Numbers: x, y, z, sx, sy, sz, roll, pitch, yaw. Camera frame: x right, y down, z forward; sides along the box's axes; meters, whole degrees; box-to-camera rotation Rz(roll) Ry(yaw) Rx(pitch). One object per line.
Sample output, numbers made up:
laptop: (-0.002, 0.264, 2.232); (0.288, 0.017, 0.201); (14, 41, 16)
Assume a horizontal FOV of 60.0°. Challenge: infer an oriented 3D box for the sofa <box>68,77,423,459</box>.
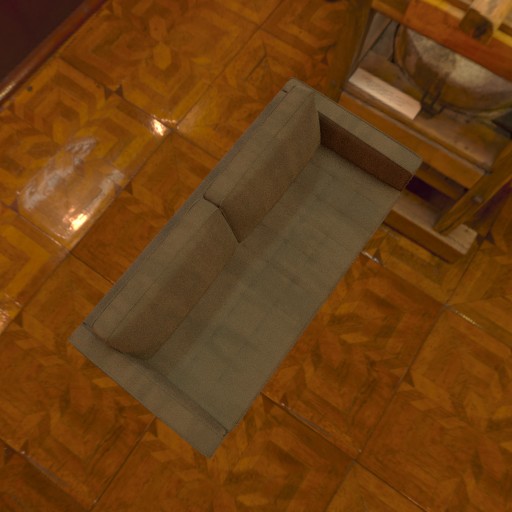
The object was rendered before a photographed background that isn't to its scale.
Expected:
sofa: (0.000, 0.000, 2.486); (0.924, 0.825, 1.920); (36, 77, 9)
